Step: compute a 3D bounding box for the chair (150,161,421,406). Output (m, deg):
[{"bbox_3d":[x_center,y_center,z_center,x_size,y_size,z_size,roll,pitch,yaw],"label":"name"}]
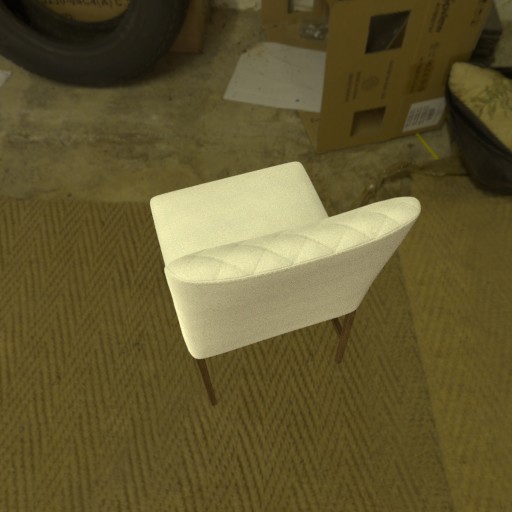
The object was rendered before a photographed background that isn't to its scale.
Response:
[{"bbox_3d":[0.000,0.000,1.252,0.503,0.933,0.597,-16,60,-9],"label":"chair"}]
